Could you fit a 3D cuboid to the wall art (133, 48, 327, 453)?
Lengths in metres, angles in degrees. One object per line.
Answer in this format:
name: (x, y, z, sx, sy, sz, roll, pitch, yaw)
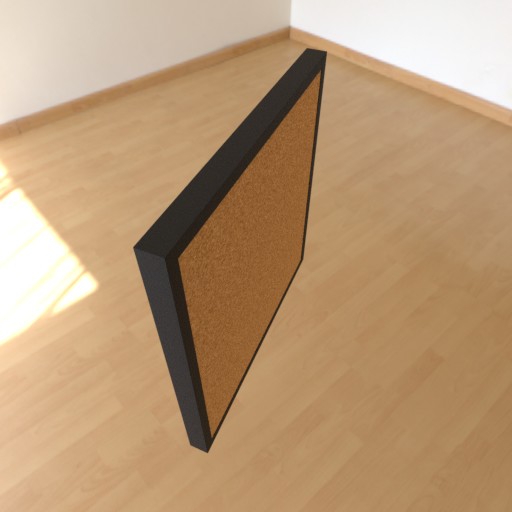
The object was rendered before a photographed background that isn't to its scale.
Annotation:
wall art: (0.000, 0.000, 0.758, 0.036, 0.503, 0.506, 18, 49, 16)
